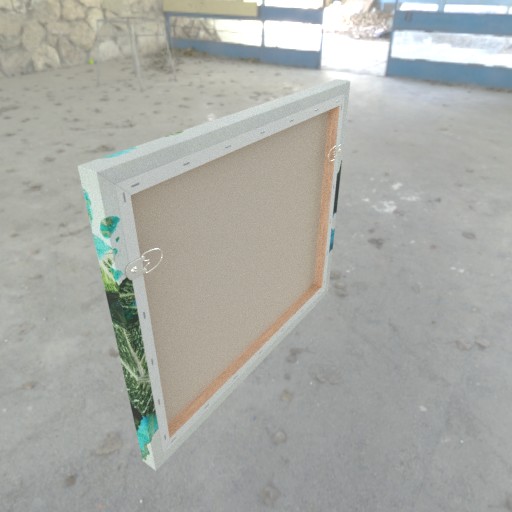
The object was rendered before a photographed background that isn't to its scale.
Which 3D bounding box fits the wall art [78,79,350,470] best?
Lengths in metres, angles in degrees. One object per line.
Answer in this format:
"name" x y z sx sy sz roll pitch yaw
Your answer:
"wall art" 0.000 0.000 0.951 0.043 0.610 0.711 21 37 30
